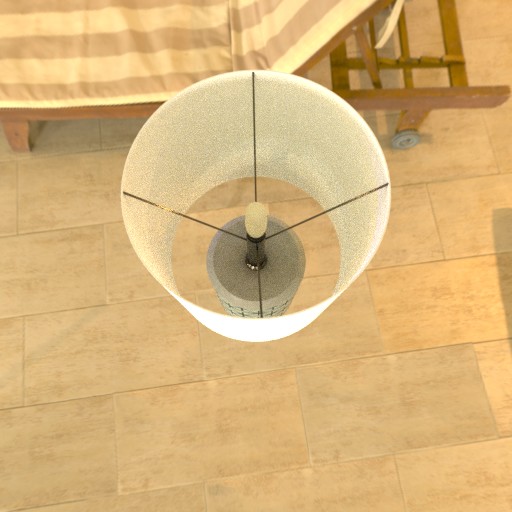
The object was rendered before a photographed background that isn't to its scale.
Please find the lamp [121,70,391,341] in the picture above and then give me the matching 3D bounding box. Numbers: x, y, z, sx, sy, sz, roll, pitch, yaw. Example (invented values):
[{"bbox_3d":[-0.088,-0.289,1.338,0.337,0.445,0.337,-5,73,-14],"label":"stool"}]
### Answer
[{"bbox_3d":[0.000,0.000,0.540,0.206,0.416,0.206,-2,75,-1],"label":"lamp"}]
